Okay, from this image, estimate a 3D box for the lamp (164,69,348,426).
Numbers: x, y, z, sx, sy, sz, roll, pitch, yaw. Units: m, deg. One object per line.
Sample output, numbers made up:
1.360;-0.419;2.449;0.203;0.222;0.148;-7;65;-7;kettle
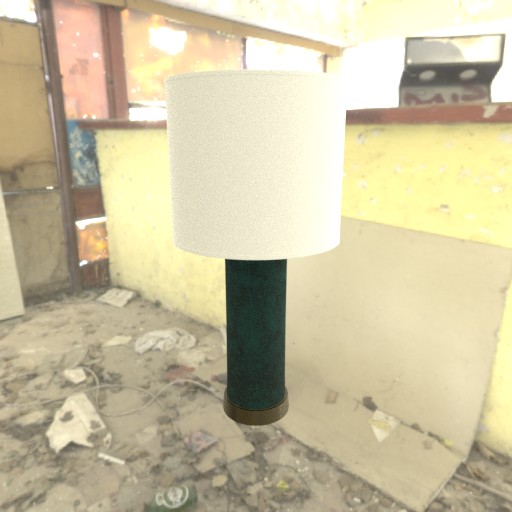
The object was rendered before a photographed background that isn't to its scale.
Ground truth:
0.000;0.000;0.819;0.301;0.630;0.301;-8;17;-26;lamp
